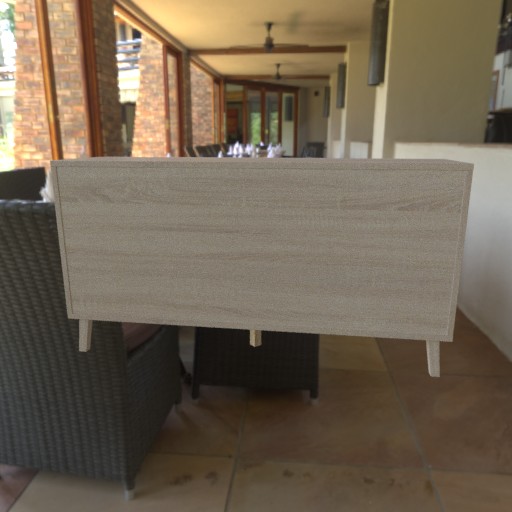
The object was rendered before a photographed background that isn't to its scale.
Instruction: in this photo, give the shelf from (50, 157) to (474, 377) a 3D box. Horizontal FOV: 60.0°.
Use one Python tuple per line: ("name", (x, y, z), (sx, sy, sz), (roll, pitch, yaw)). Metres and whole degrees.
("shelf", (0.000, 0.000, 1.832), (1.490, 0.780, 0.400), (2, 15, 8))
